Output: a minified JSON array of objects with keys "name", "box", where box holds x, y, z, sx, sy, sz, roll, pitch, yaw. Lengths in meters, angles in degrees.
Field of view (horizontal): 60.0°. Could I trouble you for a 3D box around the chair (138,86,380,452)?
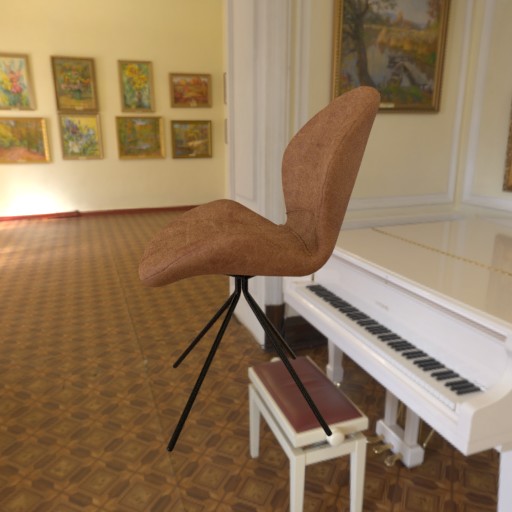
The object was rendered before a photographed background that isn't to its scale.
[{"name":"chair","box":[0.000,0.000,1.284,0.640,0.929,0.527,-2,16,-8]}]
